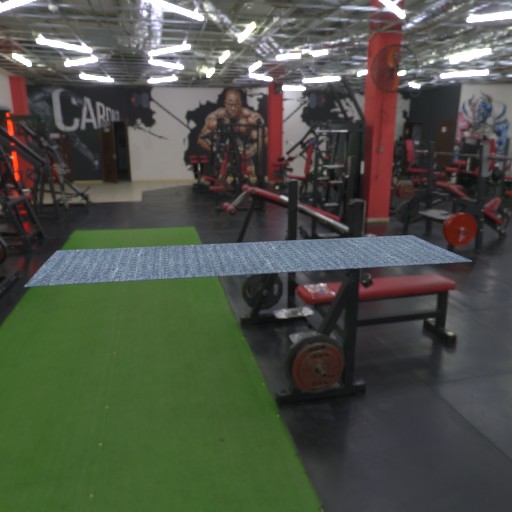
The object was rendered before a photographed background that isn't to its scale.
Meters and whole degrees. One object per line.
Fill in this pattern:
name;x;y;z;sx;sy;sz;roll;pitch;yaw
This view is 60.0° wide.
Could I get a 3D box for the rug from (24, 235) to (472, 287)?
rug;0.000;0.000;2.696;2.443;0.008;0.688;-3;16;-10
